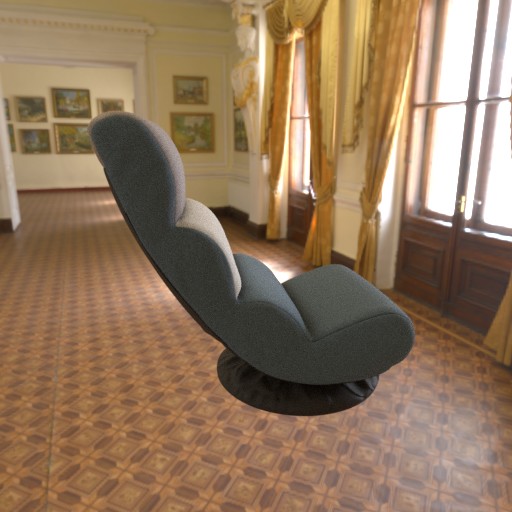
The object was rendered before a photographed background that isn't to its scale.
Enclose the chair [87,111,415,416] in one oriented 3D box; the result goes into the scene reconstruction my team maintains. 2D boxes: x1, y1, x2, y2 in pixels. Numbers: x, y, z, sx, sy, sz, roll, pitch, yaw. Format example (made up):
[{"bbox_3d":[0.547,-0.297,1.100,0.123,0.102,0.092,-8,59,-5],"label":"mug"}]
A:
[{"bbox_3d":[0.000,0.000,1.060,0.661,0.641,0.420,-2,15,-8],"label":"chair"}]
